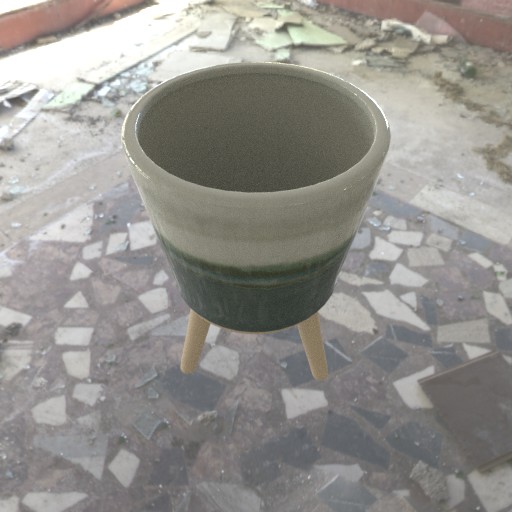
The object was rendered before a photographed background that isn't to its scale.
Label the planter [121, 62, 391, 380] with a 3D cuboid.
[{"bbox_3d":[0.000,0.000,0.481,0.217,0.331,0.217,-10,48,-9],"label":"planter"}]
